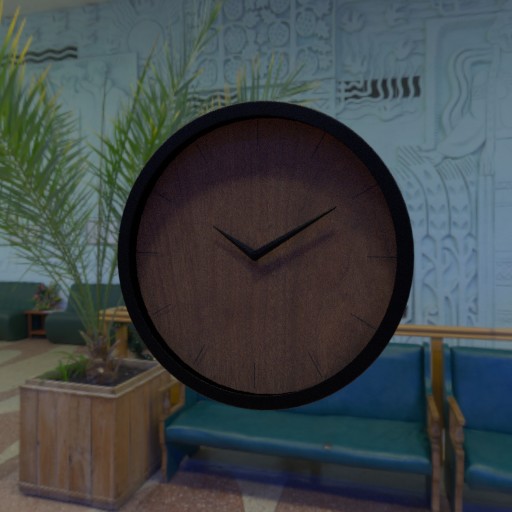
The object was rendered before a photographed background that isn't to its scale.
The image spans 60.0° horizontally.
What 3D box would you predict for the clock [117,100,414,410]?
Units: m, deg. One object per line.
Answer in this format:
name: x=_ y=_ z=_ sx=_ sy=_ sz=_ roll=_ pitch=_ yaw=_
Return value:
clock: x=0.000 y=0.000 z=0.467 sx=0.314 sy=0.314 sz=0.040 roll=0 pitch=1 yaw=17
